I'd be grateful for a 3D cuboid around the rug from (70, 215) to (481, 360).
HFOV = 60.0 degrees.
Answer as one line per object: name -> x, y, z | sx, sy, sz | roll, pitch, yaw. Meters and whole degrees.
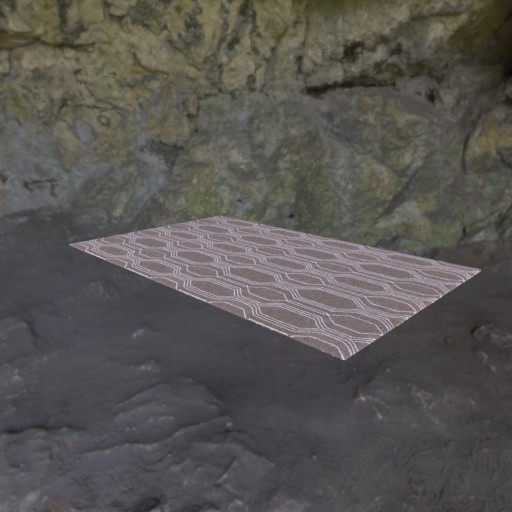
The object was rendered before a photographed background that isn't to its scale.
rug -> 0.000, 0.000, 3.072 | 2.457, 0.012, 1.541 | 15, 23, 42
